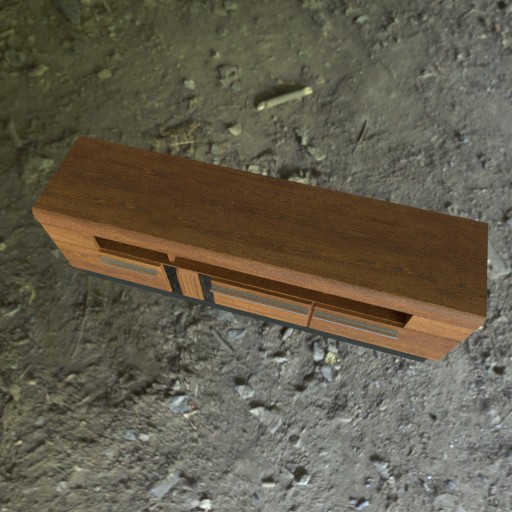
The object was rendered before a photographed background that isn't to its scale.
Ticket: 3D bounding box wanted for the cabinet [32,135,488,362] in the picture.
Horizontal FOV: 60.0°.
[{"bbox_3d":[0.000,0.000,1.805,1.600,0.510,0.419,14,61,8],"label":"cabinet"}]
